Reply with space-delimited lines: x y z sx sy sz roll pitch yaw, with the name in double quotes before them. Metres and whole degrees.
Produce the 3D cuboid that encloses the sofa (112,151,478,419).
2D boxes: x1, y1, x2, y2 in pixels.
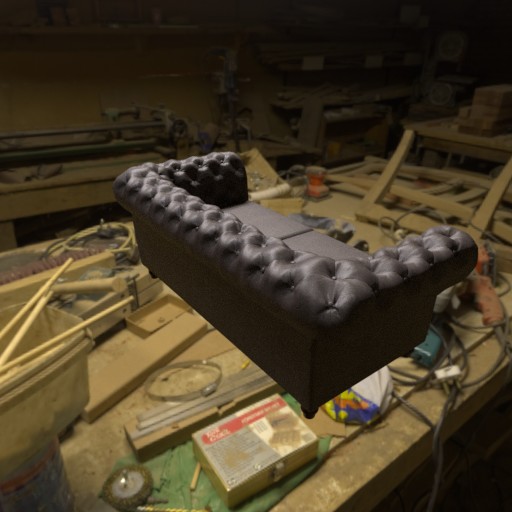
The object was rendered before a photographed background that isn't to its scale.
"sofa" 0.000 0.000 2.526 0.944 0.779 2.048 -19 32 -32
